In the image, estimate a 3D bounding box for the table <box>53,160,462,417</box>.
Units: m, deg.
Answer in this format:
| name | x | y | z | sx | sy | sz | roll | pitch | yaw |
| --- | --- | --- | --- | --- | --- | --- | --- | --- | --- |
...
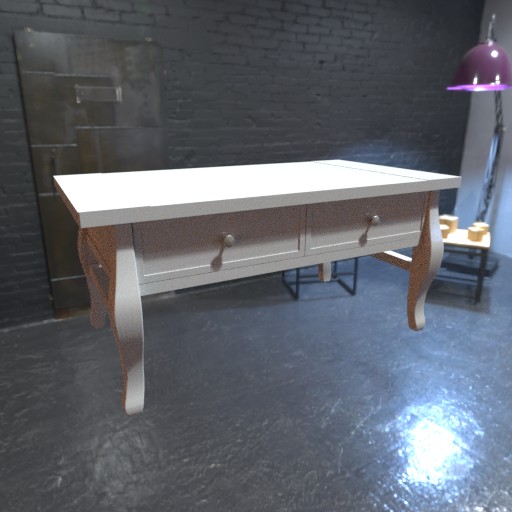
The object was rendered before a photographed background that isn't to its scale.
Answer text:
| name | x | y | z | sx | sy | sz | roll | pitch | yaw |
| --- | --- | --- | --- | --- | --- | --- | --- | --- | --- |
| table | 0.000 | 0.000 | 1.389 | 1.062 | 0.495 | 0.600 | -9 | 20 | -26 |
